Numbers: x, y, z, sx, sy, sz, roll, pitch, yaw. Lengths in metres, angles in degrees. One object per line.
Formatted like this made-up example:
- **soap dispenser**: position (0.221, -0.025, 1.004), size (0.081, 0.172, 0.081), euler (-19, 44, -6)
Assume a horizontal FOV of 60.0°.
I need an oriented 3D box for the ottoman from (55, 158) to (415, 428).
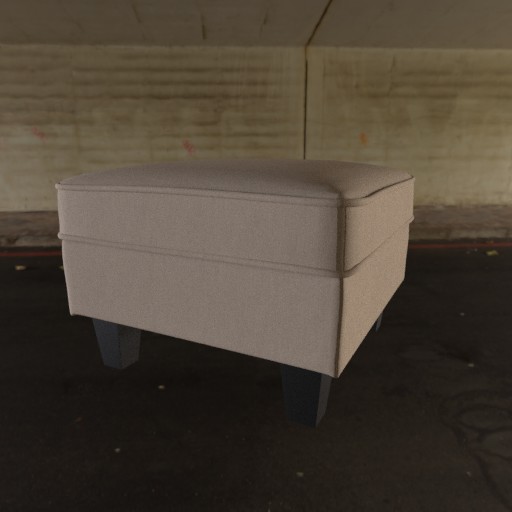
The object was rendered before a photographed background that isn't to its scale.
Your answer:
- **ottoman**: position (0.000, 0.000, 1.027), size (0.616, 0.438, 0.613), euler (7, 16, 27)
